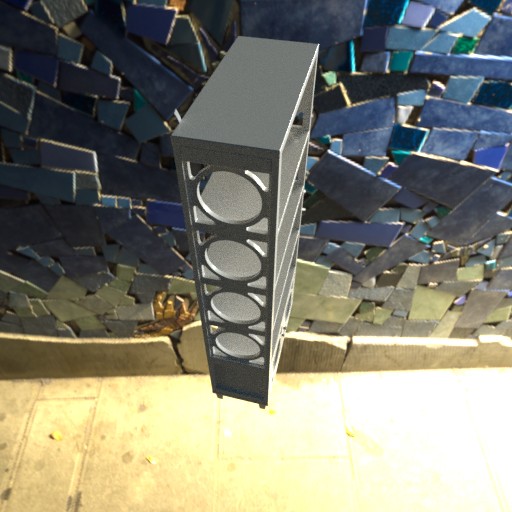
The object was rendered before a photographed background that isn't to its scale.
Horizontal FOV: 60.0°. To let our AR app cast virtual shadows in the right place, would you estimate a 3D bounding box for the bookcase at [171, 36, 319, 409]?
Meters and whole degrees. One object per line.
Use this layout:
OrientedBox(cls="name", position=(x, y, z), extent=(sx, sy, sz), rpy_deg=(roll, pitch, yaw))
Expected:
OrientedBox(cls="bookcase", position=(0.000, 0.000, 2.205), extent=(0.361, 1.869, 0.761), rpy_deg=(10, 49, 9))
